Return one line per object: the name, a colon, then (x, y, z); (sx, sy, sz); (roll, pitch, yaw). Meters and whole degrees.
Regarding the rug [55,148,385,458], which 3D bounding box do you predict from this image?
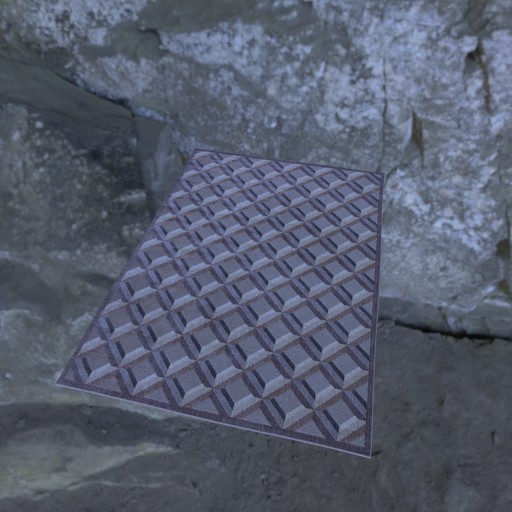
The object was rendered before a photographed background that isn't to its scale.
rug: (0.000, 0.000, 2.907); (1.600, 0.013, 2.260); (10, 47, 9)
